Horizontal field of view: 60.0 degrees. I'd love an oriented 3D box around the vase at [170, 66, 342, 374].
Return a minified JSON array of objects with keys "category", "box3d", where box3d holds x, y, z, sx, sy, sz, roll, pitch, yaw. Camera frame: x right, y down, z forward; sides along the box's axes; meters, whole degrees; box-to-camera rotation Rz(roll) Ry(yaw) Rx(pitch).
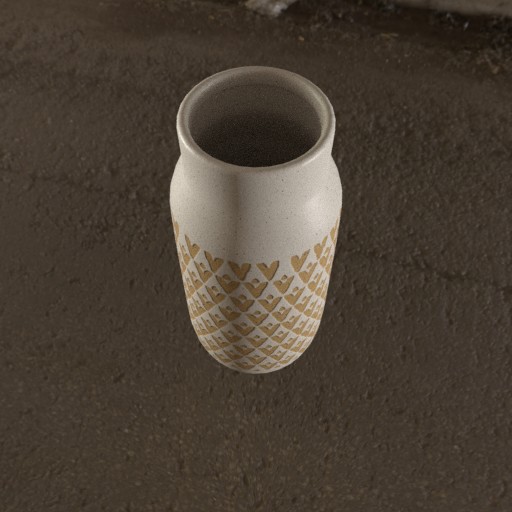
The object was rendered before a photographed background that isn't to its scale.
[{"category":"vase","box3d":[0.000,0.000,0.381,0.137,0.307,0.137,0,58,0]}]
